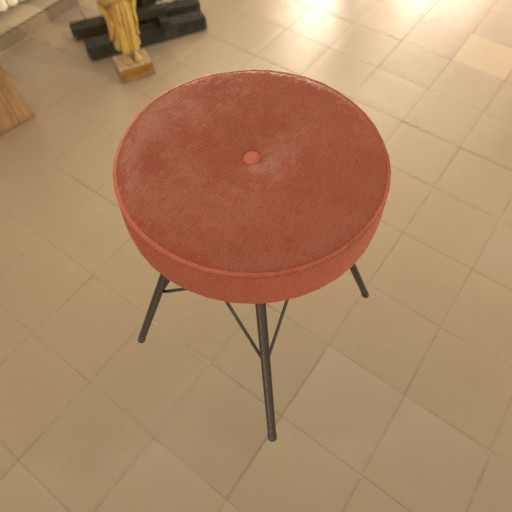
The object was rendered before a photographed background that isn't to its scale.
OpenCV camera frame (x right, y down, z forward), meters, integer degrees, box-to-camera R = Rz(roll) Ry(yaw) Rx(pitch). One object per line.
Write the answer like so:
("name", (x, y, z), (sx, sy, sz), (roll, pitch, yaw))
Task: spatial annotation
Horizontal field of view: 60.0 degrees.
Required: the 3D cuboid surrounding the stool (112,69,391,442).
("stool", (0.000, 0.000, 0.893), (0.421, 0.593, 0.457), (31, 63, 18))
